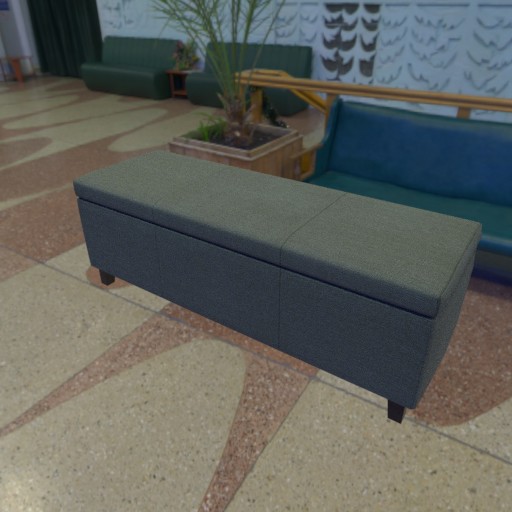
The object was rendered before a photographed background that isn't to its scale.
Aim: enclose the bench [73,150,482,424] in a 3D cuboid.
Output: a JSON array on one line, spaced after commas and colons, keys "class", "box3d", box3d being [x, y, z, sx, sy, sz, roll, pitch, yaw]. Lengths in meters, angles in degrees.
[{"class": "bench", "box3d": [0.000, 0.000, 1.483, 1.269, 0.438, 0.446, 19, 35, 29]}]
